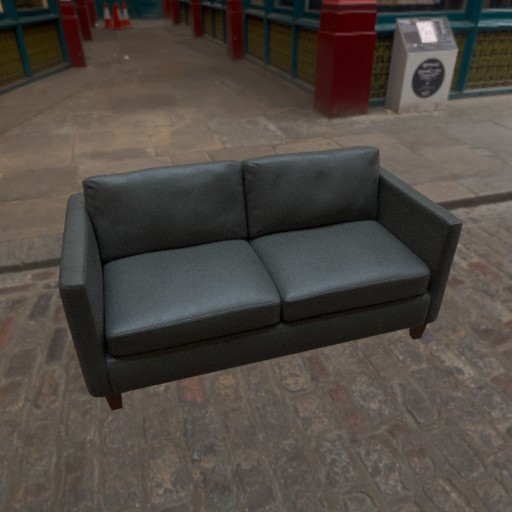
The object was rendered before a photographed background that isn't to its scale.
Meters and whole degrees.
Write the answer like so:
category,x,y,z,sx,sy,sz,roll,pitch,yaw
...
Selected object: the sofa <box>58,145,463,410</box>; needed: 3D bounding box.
category,x,y,z,sx,sy,sz,roll,pitch,yaw
sofa,0.000,0.000,2.443,1.883,0.933,0.951,-9,33,-14
